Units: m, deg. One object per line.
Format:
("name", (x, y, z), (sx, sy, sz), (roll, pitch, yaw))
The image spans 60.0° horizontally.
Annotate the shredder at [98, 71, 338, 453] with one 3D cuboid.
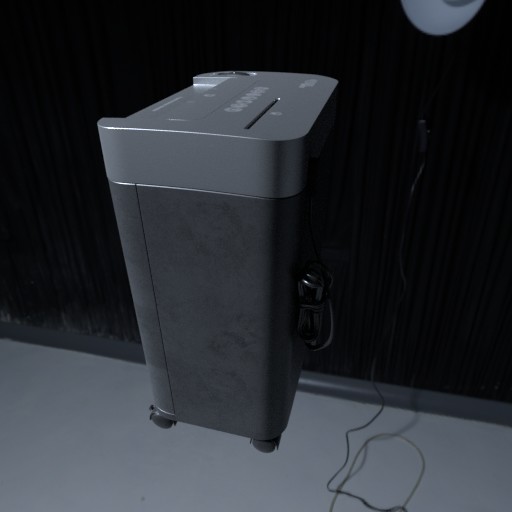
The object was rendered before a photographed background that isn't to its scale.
("shredder", (0.000, 0.000, 0.596), (0.237, 0.419, 0.311), (8, 32, 13))
